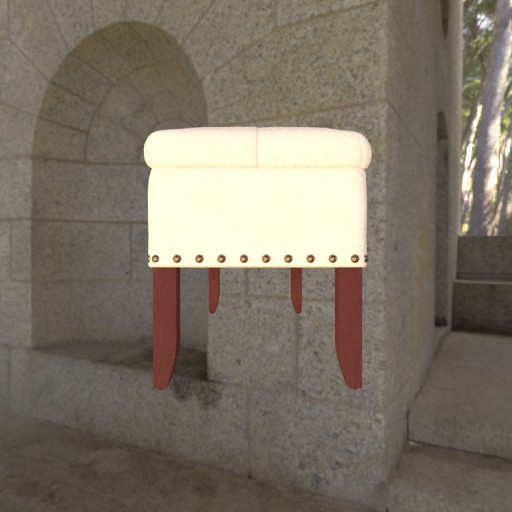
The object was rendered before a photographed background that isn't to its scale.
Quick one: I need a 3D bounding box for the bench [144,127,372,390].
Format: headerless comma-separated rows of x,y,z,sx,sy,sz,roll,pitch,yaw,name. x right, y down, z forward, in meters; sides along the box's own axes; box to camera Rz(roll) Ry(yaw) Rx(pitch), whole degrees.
0.000,0.000,1.281,0.400,0.470,1.054,0,0,0,bench
